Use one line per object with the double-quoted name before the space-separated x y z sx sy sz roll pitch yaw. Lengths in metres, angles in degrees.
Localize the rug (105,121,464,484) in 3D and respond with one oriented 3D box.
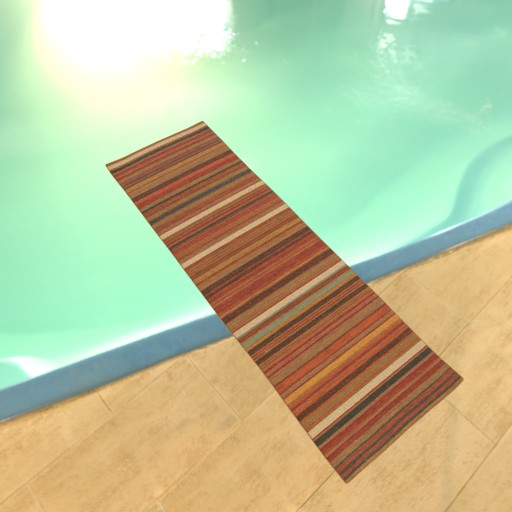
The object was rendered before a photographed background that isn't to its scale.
"rug" 0.000 0.000 2.635 0.799 0.030 2.444 -31 62 -19
